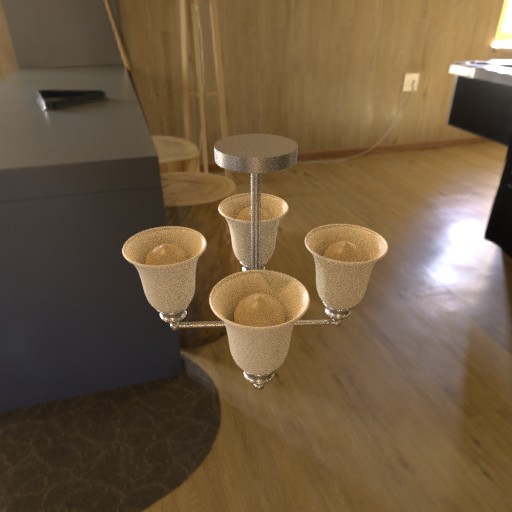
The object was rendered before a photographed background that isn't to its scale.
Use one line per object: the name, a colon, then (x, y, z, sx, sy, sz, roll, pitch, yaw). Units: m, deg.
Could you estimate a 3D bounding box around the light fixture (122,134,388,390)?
light fixture: (0.000, 0.000, 0.731, 0.427, 0.370, 0.427, -1, 30, -2)
